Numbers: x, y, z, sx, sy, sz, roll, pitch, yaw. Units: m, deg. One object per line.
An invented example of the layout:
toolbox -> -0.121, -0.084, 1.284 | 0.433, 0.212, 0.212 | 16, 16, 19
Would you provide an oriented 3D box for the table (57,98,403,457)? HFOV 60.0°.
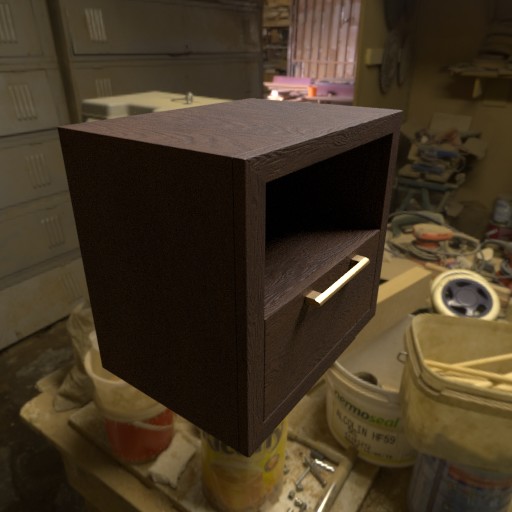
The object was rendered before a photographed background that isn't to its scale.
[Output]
table -> 0.000, 0.000, 0.974 | 0.439, 0.585, 0.560 | 17, 31, 32
